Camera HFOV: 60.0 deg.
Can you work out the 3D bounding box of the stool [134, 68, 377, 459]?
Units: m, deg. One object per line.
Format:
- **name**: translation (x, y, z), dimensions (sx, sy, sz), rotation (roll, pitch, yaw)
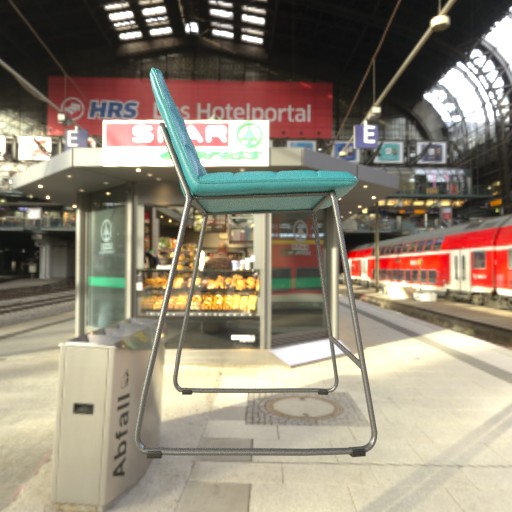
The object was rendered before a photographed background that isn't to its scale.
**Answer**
- **stool**: translation (0.000, 0.000, 1.188), dimensions (0.524, 0.866, 0.489), rotation (0, -1, 0)
